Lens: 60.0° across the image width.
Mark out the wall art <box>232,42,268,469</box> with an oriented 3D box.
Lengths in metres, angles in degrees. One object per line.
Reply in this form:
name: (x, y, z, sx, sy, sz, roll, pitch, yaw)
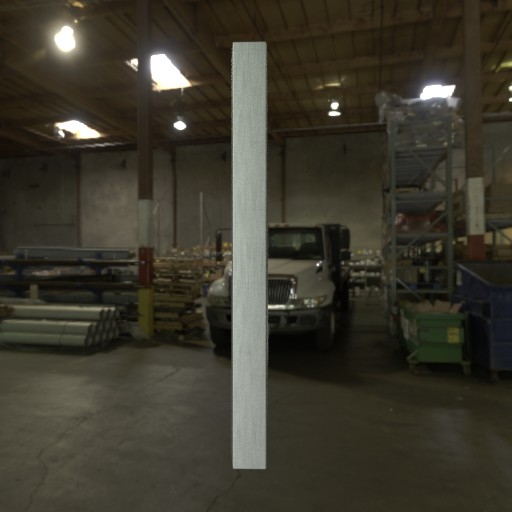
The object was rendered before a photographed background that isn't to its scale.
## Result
wall art: (0.000, 0.000, 0.532, 0.028, 0.330, 0.380, 0, 0, 2)
